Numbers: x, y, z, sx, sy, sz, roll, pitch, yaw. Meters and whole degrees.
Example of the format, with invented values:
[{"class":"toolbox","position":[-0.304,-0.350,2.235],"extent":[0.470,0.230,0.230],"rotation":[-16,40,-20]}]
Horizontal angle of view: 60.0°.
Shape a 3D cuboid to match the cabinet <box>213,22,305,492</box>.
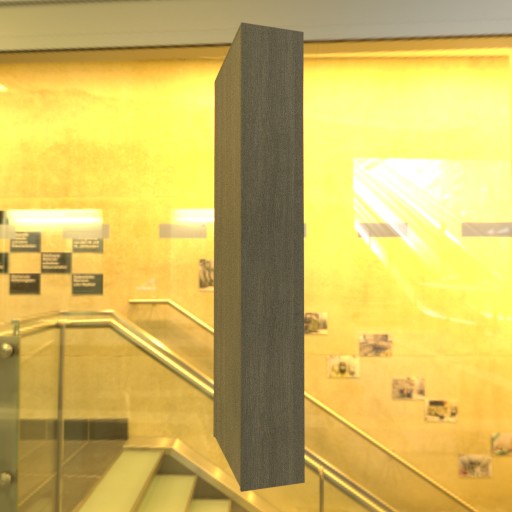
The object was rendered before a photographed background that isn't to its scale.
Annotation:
[{"class":"cabinet","position":[0.000,0.000,1.823],"extent":[0.255,1.630,0.520],"rotation":[0,-1,-16]}]
